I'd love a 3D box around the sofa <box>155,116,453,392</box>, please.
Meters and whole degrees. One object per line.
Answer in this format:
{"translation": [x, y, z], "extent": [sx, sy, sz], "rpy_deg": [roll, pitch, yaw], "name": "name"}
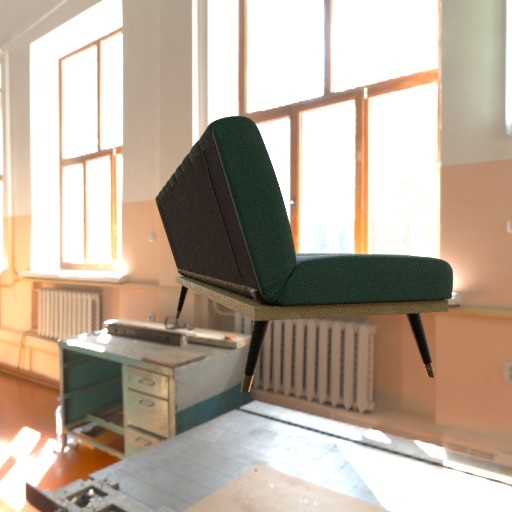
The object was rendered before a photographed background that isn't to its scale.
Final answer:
{"translation": [0.000, 0.000, 2.192], "extent": [0.830, 0.820, 1.810], "rpy_deg": [0, 0, -18], "name": "sofa"}
